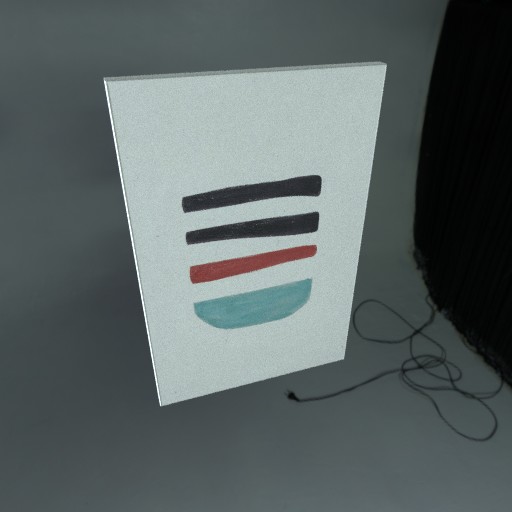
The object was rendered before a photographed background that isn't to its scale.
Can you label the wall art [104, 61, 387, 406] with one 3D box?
[{"bbox_3d":[0.000,0.000,1.165,0.607,0.912,0.038,-10,34,-16],"label":"wall art"}]
